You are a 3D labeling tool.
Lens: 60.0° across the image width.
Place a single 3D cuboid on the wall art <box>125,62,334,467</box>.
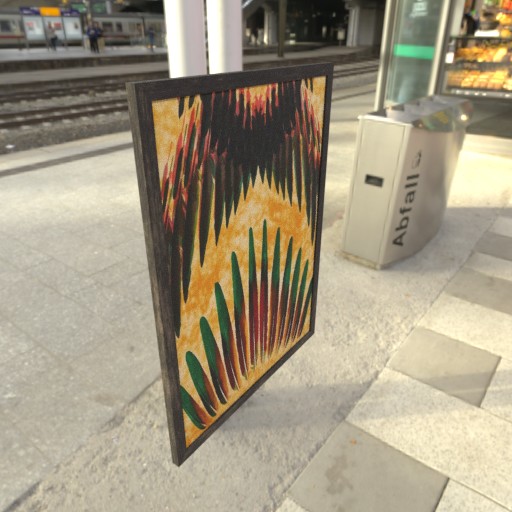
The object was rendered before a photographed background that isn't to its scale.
[{"bbox_3d":[0.000,0.000,1.375,0.029,1.066,0.812,18,32,32],"label":"wall art"}]
